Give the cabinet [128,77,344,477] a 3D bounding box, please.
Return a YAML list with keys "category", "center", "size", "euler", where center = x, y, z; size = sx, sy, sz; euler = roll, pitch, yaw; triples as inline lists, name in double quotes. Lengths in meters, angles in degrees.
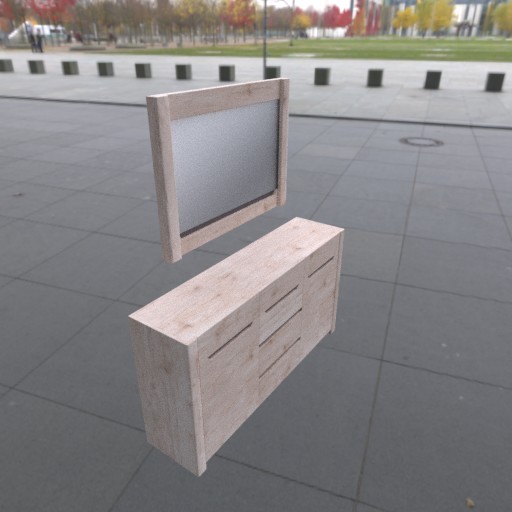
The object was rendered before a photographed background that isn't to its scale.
- category: "cabinet"
  center: [0.000, 0.000, 2.777]
  size: [0.420, 1.981, 1.700]
  euler: [18, 32, 31]
